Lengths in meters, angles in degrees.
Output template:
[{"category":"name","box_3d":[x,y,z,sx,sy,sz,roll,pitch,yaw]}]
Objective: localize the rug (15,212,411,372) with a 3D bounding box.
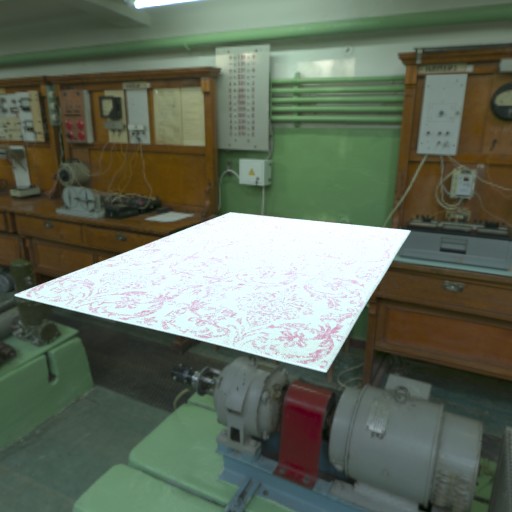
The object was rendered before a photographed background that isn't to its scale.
[{"category":"rug","box_3d":[0.000,0.000,2.806,1.598,0.014,2.202,8,19,24]}]
